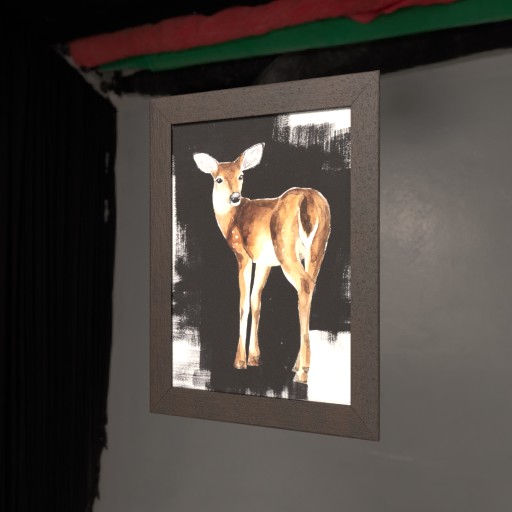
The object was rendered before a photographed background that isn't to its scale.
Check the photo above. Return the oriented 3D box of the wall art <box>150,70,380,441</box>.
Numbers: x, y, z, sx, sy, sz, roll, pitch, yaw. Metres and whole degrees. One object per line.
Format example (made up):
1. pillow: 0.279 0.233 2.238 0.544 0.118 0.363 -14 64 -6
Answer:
1. wall art: 0.000 0.000 0.667 0.359 0.508 0.013 0 0 18
